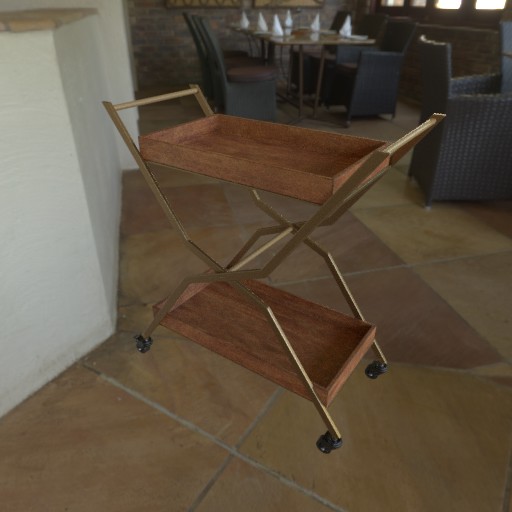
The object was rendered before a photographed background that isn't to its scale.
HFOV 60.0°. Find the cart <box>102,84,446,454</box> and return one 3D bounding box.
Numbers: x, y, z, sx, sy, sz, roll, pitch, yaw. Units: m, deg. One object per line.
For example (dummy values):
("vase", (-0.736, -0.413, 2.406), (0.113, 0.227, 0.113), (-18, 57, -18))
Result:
("cart", (0.000, 0.000, 1.339), (0.836, 0.869, 0.405), (19, 35, 30))
